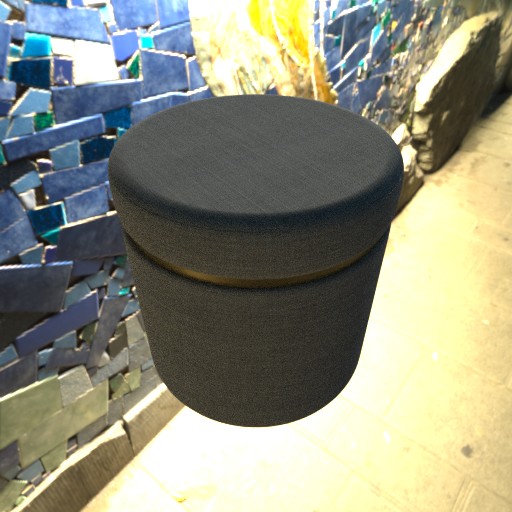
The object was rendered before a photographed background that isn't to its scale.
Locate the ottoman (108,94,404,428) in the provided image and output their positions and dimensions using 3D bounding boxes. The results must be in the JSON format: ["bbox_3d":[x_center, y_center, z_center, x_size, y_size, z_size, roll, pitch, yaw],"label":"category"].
[{"bbox_3d":[0.000,0.000,0.731,0.400,0.406,0.400,0,40,0],"label":"ottoman"}]
